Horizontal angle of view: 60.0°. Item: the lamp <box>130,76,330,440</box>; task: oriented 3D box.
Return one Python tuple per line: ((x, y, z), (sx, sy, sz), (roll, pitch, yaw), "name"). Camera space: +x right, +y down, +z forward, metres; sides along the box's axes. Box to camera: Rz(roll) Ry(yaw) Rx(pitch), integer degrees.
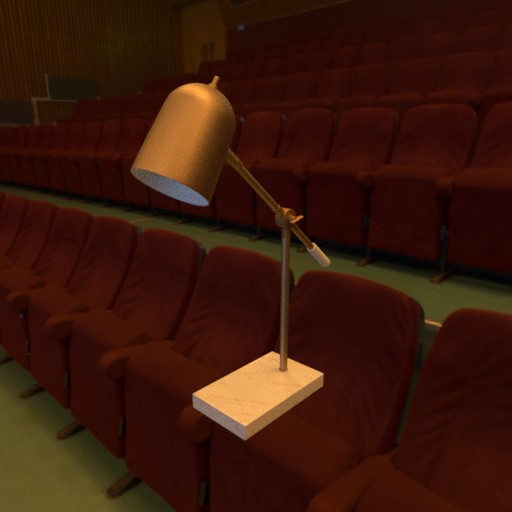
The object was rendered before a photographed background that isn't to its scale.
((0.000, 0.000, 0.816), (0.144, 0.603, 0.471), (14, 21, 41), "lamp")
